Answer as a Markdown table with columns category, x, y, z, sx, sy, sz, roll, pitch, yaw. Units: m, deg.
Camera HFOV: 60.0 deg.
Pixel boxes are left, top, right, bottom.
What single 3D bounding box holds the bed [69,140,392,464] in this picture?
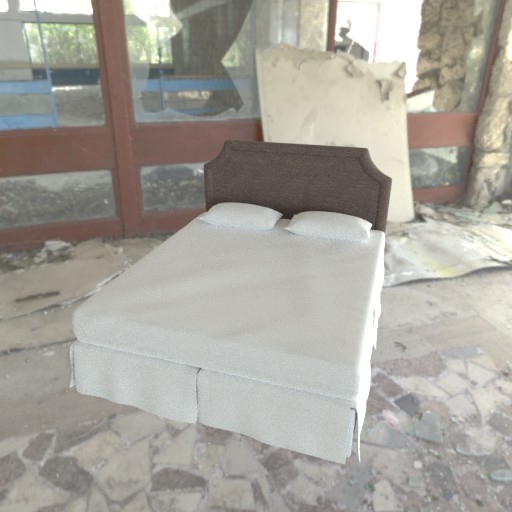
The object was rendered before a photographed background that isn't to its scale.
| category | x | y | z | sx | sy | sz | roll | pitch | yaw |
| --- | --- | --- | --- | --- | --- | --- | --- | --- | --- |
| bed | 0.000 | 0.000 | 4.122 | 2.350 | 1.590 | 2.773 | 8 | 26 | 17 |
